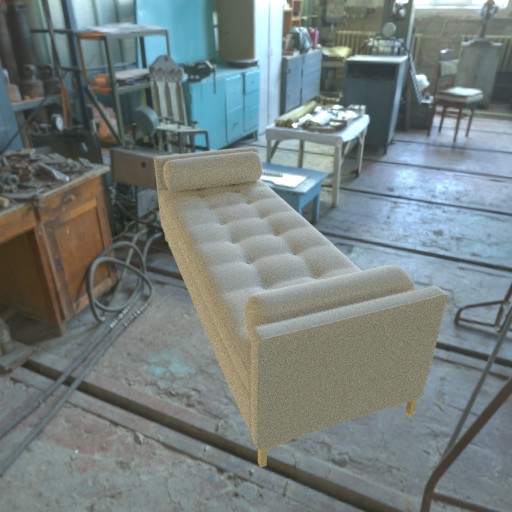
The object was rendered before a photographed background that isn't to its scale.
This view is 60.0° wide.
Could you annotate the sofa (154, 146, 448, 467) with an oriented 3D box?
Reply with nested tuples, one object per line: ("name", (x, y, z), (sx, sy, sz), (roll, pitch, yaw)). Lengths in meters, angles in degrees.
("sofa", (0.000, 0.000, 2.391), (0.746, 0.641, 1.985), (-10, 31, -18))
